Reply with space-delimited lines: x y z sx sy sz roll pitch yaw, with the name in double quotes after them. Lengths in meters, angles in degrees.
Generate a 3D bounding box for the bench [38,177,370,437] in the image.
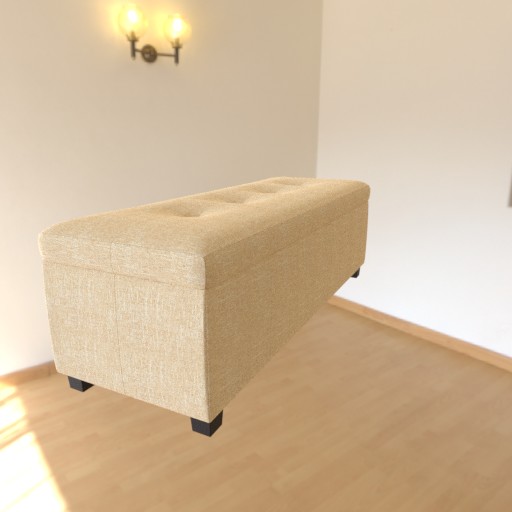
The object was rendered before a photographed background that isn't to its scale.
0.000 0.000 1.404 0.432 0.406 1.219 8 17 26 "bench"
